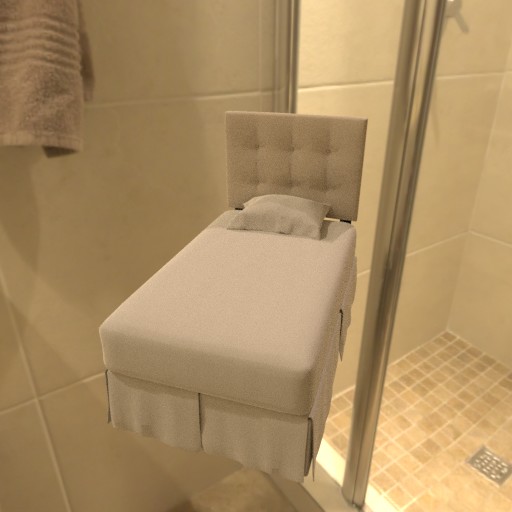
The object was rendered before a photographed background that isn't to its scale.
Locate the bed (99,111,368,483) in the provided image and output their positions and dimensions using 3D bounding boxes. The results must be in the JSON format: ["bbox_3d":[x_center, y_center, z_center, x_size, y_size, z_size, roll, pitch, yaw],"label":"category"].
[{"bbox_3d":[0.000,0.000,2.968,1.261,1.571,1.997,8,27,16],"label":"bed"}]
